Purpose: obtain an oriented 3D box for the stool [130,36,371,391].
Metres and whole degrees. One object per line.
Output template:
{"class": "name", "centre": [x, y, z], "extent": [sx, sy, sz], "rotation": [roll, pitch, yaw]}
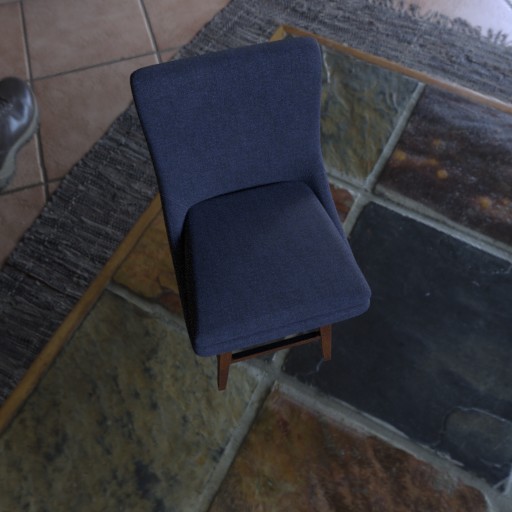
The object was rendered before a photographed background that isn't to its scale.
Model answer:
{"class": "stool", "centre": [0.000, 0.000, 1.363], "extent": [0.489, 1.068, 0.572], "rotation": [-14, 65, -7]}
